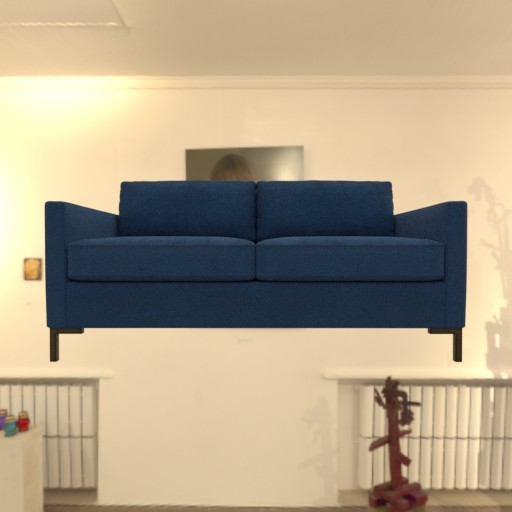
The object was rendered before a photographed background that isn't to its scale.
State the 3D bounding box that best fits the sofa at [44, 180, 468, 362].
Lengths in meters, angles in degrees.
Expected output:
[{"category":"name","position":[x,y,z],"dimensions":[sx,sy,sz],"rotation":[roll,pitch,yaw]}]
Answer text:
[{"category":"sofa","position":[0.000,0.000,2.124],"dimensions":[1.676,0.817,0.875],"rotation":[0,1,0]}]
